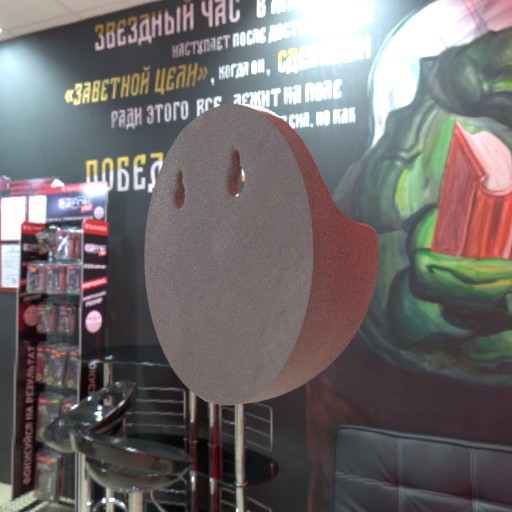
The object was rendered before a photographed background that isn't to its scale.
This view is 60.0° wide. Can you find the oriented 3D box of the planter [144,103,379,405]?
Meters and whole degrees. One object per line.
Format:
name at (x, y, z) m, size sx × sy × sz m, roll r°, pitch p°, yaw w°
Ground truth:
planter at (0.000, 0.000, 0.271) m, size 0.073 × 0.164 × 0.190 m, roll 1°, pitch -1°, yaw -36°
